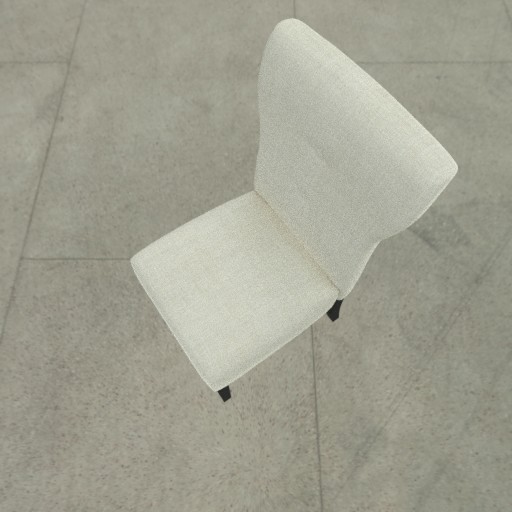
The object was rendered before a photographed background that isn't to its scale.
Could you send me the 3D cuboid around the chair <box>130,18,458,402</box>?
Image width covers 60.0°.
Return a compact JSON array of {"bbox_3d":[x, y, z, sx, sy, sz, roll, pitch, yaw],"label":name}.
[{"bbox_3d":[0.000,0.000,1.221,0.597,0.921,0.509,-33,69,-14],"label":"chair"}]
